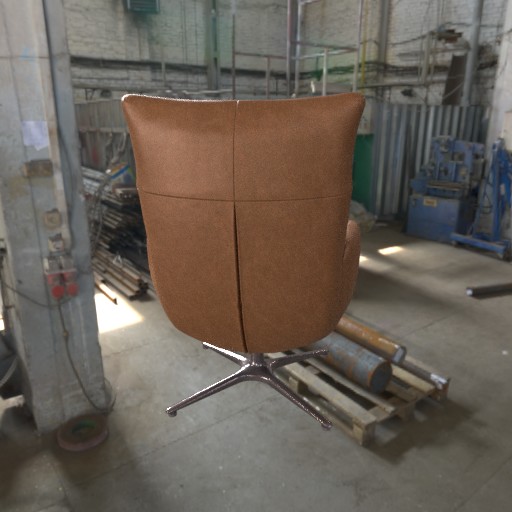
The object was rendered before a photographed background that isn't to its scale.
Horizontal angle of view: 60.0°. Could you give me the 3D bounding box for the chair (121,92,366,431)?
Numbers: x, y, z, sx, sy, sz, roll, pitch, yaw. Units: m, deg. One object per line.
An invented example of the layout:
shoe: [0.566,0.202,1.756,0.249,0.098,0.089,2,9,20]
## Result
chair: [0.000,0.000,1.540,0.711,1.027,0.794,2,17,7]
